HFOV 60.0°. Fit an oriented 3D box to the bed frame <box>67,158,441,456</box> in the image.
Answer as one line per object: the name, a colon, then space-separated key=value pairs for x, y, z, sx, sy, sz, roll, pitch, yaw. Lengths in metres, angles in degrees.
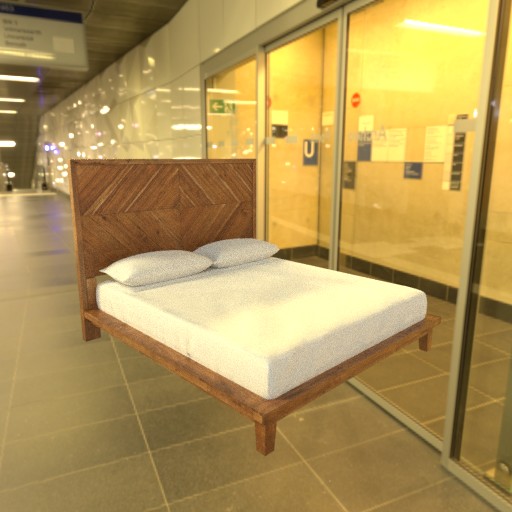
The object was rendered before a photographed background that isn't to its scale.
bed frame: x=0.000 y=0.000 z=3.601 sx=2.038 sy=1.537 sz=2.235 roll=-12 pitch=17 yaw=-43
